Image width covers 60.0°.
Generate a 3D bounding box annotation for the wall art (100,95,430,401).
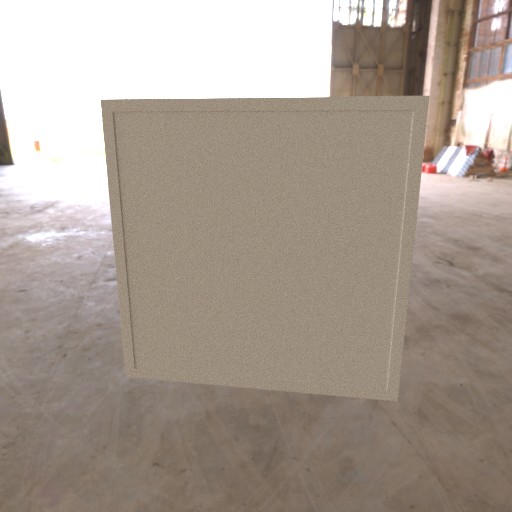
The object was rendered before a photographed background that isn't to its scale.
[{"bbox_3d":[0.000,0.000,0.979,0.660,0.660,0.015,3,17,9],"label":"wall art"}]
